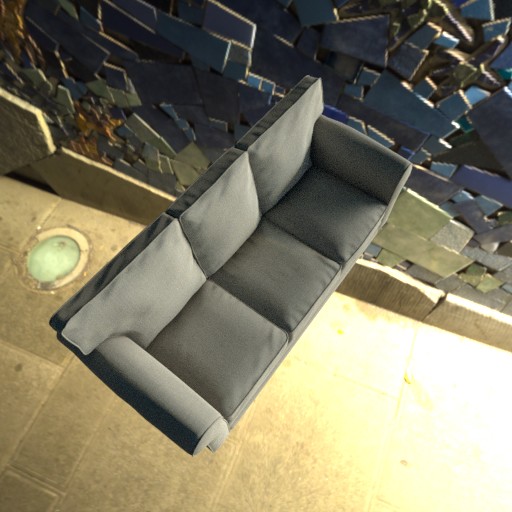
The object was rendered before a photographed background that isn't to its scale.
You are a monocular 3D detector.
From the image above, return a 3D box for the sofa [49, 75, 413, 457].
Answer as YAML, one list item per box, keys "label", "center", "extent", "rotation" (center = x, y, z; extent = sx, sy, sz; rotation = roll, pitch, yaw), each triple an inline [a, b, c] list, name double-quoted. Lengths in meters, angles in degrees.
- label: "sofa"
  center: [0.000, 0.000, 2.574]
  extent: [0.916, 0.961, 2.084]
  rotation: [33, 65, 18]
